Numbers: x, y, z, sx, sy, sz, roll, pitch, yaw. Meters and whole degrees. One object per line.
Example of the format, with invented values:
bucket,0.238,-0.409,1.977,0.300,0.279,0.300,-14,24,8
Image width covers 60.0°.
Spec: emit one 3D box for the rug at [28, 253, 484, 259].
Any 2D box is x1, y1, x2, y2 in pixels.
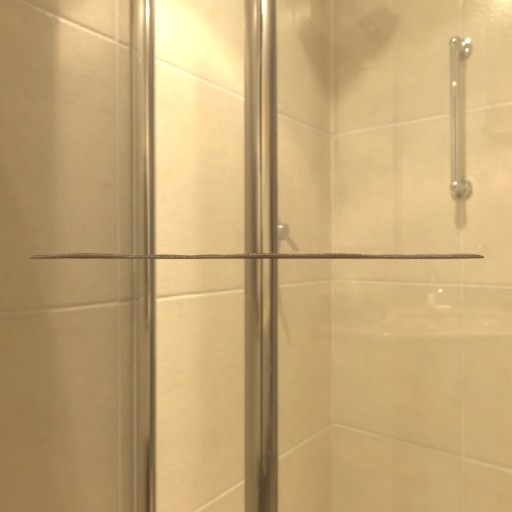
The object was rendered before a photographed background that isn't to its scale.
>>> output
rug,0.000,0.000,0.887,0.642,0.008,0.551,0,0,0
